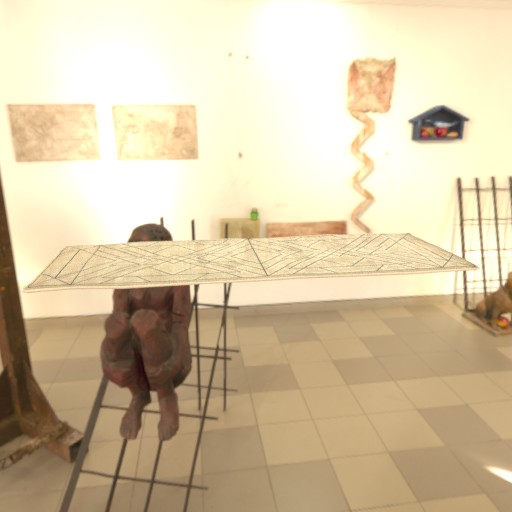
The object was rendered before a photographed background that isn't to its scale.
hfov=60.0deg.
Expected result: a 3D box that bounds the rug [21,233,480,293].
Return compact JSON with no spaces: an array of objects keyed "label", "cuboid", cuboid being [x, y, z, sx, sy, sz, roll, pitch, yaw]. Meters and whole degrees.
[{"label":"rug","cuboid":[0.000,0.000,2.658,2.381,0.036,0.831,-2,16,-8]}]
